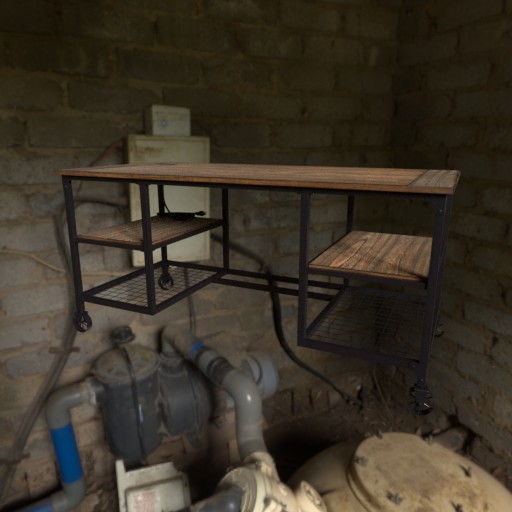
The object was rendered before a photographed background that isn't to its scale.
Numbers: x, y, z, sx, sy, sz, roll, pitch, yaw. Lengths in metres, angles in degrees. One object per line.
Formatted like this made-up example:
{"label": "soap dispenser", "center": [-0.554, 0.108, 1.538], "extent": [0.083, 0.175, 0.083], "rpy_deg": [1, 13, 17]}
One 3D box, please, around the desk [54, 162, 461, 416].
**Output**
{"label": "desk", "center": [0.000, 0.000, 1.963], "extent": [1.590, 0.751, 0.711], "rpy_deg": [7, 17, 24]}
